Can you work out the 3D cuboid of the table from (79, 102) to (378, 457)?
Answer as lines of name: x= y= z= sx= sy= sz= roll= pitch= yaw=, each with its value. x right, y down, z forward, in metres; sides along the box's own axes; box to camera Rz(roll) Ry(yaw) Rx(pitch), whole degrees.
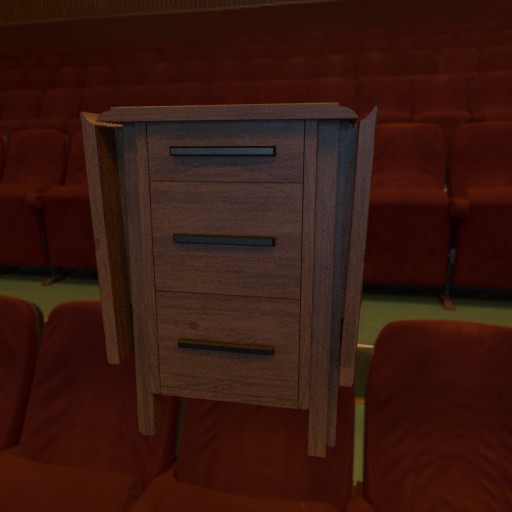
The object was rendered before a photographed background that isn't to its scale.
table: x=0.000 y=0.000 z=1.291 sx=0.591 sy=0.763 sz=0.746 roll=3 pitch=13 yaw=11
